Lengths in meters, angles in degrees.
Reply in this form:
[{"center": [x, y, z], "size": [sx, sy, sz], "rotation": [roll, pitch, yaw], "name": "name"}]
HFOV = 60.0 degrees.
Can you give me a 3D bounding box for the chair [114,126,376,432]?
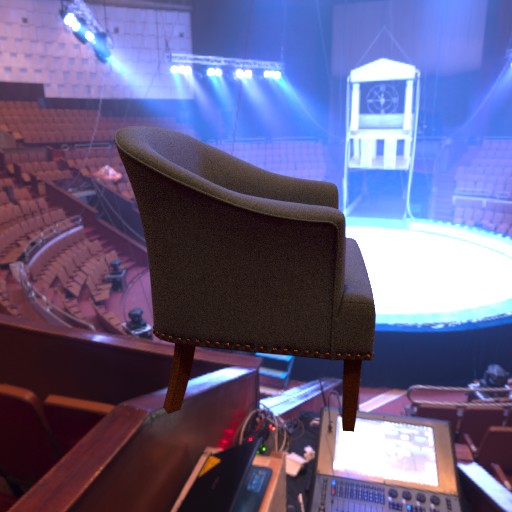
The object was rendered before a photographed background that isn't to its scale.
[{"center": [0.000, 0.000, 1.447], "size": [0.704, 0.815, 0.798], "rotation": [2, 15, 8], "name": "chair"}]
